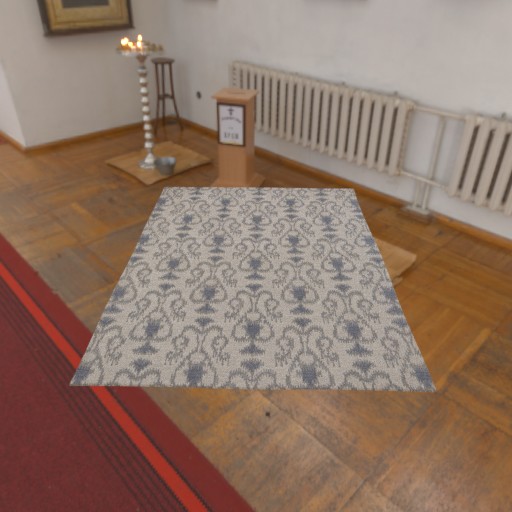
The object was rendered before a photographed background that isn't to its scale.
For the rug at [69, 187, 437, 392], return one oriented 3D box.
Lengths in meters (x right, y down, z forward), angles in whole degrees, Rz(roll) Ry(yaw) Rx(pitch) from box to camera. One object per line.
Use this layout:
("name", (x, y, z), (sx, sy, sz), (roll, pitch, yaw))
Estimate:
("rug", (0.000, 0.000, 2.963), (1.676, 0.013, 2.261), (1, 32, 1))
